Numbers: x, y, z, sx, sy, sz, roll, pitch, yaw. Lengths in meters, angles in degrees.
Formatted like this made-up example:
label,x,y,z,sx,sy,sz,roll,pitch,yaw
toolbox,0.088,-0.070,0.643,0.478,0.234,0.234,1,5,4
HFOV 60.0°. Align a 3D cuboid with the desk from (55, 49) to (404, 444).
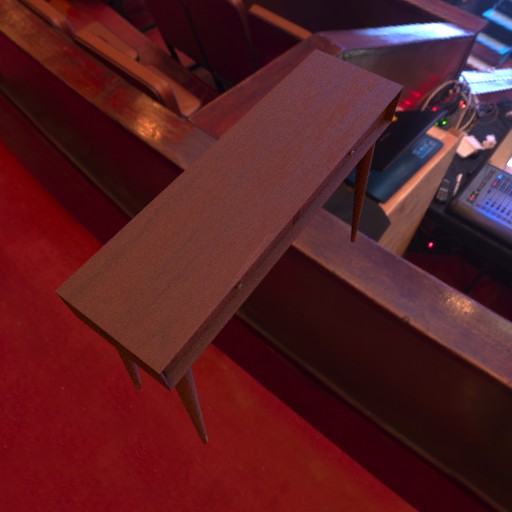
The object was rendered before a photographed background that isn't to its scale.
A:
label,x,y,z,sx,sy,sz,roll,pitch,yaw
desk,0.000,0.000,1.672,0.384,0.917,1.204,32,64,18
